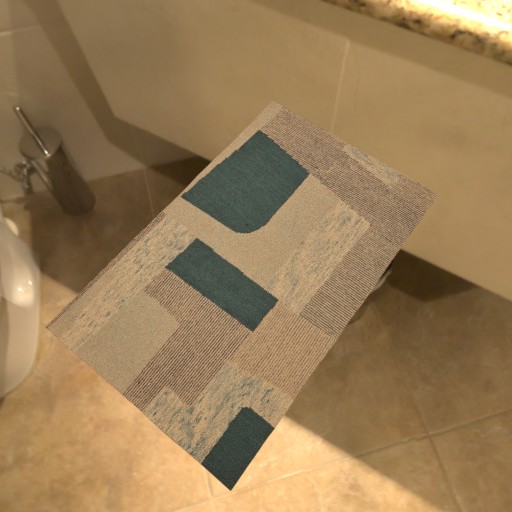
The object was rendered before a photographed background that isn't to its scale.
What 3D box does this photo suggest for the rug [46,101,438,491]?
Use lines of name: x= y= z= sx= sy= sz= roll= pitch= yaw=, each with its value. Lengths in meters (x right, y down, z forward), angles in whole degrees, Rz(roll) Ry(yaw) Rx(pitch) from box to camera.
rug: x=0.000 y=0.000 z=3.040 sx=1.521 sy=0.015 sz=2.436 roll=35 pitch=69 yaw=16
